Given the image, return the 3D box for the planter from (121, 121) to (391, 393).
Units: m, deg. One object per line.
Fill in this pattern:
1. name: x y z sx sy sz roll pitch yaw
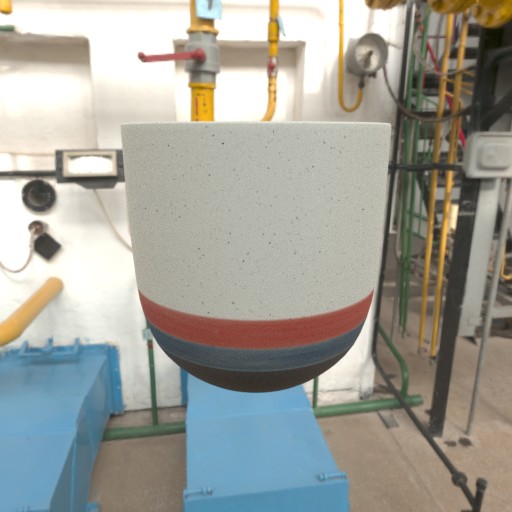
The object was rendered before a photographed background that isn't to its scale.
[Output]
1. planter: 0.000 0.000 0.376 0.204 0.214 0.204 0 16 0
